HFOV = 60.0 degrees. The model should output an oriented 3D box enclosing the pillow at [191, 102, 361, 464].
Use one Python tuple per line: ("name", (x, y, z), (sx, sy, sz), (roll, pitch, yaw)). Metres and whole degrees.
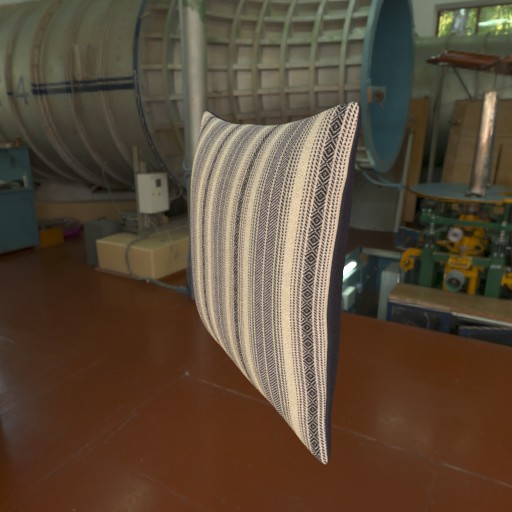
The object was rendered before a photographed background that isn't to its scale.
("pillow", (0.000, 0.000, 0.801), (0.166, 0.508, 0.520), (-8, 18, -25))
